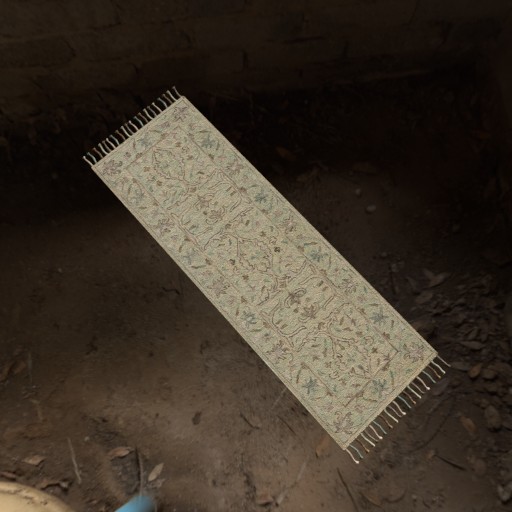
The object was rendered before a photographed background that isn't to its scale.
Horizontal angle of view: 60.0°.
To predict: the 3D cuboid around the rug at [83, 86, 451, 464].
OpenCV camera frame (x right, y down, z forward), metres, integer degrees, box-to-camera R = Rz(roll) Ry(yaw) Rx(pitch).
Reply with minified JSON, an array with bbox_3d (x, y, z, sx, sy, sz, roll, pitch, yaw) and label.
[{"bbox_3d":[0.000,0.000,2.658,0.769,0.013,2.440,-42,80,-9],"label":"rug"}]
